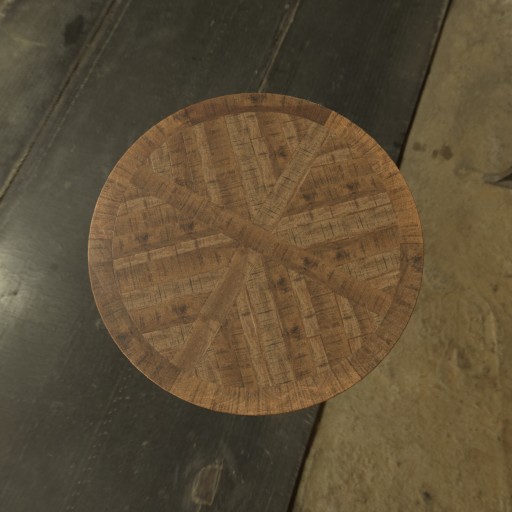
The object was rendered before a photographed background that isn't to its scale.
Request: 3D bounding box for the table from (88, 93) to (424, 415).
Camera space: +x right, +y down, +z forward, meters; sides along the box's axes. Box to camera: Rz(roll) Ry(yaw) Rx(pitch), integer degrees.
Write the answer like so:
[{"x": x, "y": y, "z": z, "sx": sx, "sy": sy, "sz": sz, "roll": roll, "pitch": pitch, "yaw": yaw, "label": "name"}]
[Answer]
[{"x": 0.000, "y": 0.000, "z": 1.920, "sx": 1.264, "sy": 0.516, "sz": 1.264, "roll": 0, "pitch": 75, "yaw": 0, "label": "table"}]
